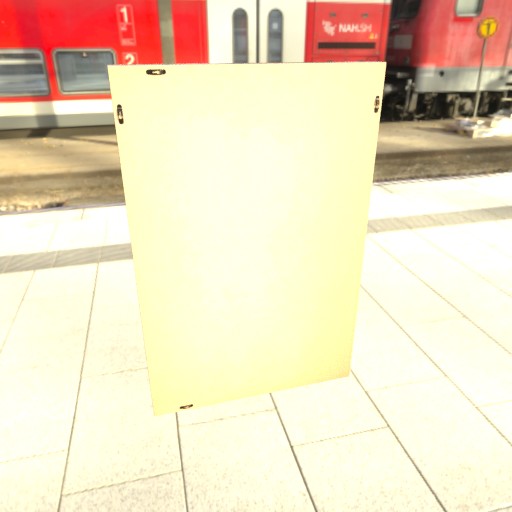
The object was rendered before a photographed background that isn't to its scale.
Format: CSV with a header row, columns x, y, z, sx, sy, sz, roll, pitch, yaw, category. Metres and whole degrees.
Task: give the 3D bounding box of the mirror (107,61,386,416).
x,y,z,sx,sy,sz,roll,pitch,yaw,category
0.000,0.000,1.146,0.609,0.915,0.041,-7,27,-14,mirror
